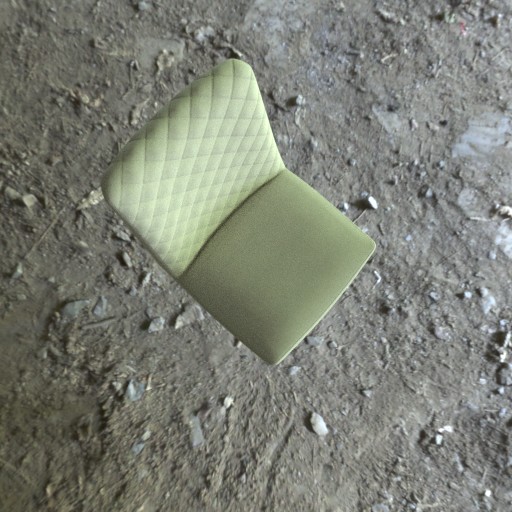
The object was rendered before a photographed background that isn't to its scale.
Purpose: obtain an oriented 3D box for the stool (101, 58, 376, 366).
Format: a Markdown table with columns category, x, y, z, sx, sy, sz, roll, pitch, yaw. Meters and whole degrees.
| category | x | y | z | sx | sy | sz | roll | pitch | yaw |
| --- | --- | --- | --- | --- | --- | --- | --- | --- | --- |
| stool | 0.000 | 0.000 | 1.393 | 0.546 | 1.084 | 0.462 | 41 | 80 | 9 |
